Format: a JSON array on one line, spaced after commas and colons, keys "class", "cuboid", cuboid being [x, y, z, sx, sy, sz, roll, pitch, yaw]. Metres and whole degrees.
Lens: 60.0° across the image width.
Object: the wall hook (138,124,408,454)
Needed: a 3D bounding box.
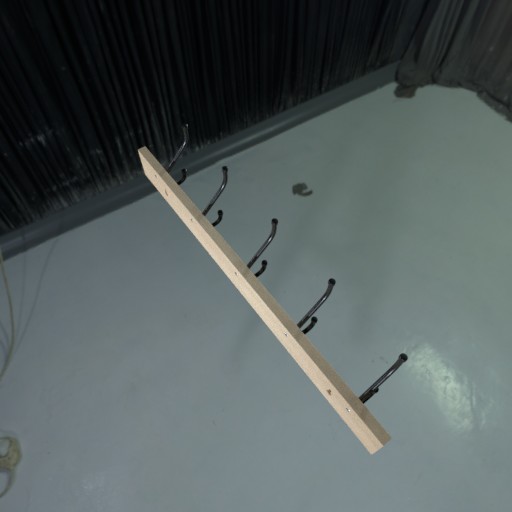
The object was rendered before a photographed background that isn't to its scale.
[{"class": "wall hook", "cuboid": [0.000, 0.000, 0.628, 0.071, 0.117, 0.571, -32, 63, -19]}]
